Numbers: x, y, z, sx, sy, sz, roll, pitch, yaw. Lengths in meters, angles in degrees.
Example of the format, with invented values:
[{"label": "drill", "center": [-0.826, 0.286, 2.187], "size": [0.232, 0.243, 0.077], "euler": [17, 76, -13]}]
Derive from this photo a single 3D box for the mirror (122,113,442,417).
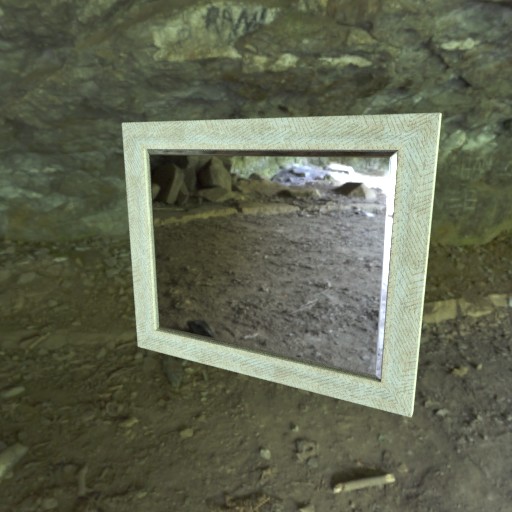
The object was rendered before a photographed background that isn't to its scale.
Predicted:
[{"label": "mirror", "center": [0.000, 0.000, 1.160], "size": [0.839, 0.689, 0.028], "euler": [7, 16, 26]}]
